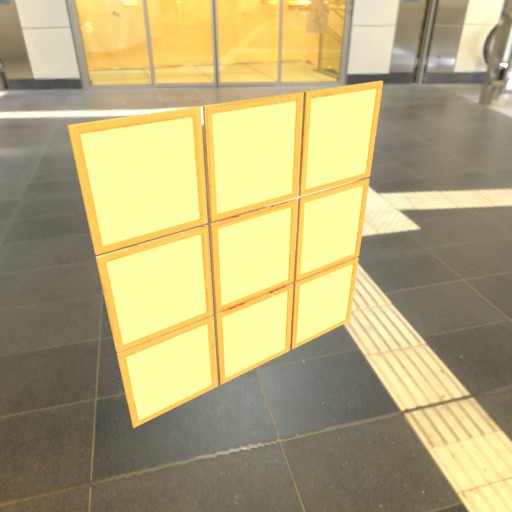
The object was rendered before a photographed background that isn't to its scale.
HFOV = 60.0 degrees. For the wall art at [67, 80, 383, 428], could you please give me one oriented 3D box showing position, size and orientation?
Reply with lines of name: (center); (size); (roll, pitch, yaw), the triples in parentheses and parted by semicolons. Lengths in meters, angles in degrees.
wall art: (0.000, 0.000, 1.787); (1.214, 1.219, 0.013); (-19, 36, -29)
